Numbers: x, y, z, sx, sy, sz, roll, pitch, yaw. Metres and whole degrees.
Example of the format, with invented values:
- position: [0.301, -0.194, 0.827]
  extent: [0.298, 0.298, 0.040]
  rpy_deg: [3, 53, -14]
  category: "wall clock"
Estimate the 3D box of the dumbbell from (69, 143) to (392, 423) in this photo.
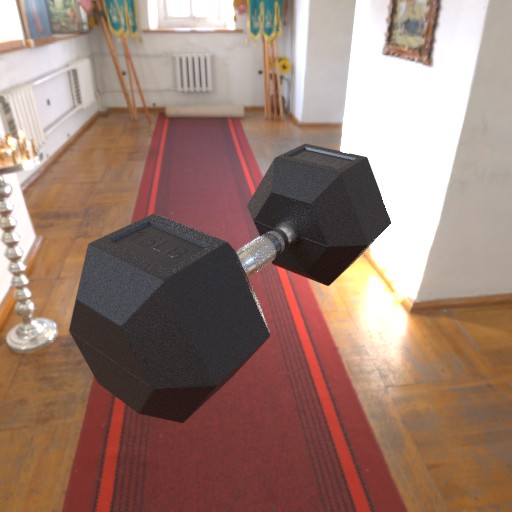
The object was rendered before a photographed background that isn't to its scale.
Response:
- position: [0.000, 0.000, 0.337]
  extent: [0.122, 0.106, 0.271]
  rpy_deg: [22, 38, 31]
  category: "dumbbell"
